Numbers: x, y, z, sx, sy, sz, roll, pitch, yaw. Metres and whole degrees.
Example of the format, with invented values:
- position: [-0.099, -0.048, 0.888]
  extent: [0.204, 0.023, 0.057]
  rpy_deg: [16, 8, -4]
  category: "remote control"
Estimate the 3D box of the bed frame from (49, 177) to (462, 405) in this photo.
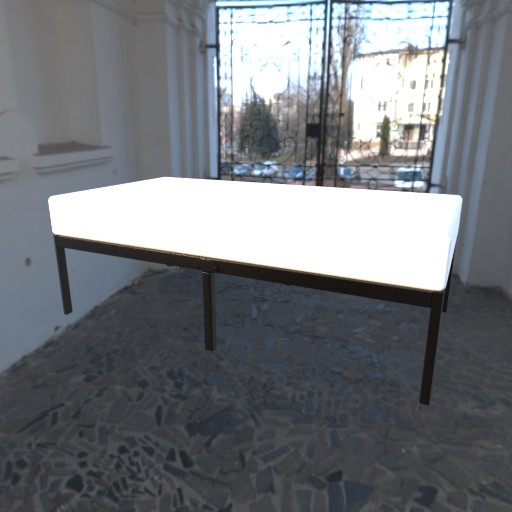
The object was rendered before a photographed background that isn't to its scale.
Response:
- position: [0.000, 0.000, 2.418]
  extent: [1.950, 0.659, 1.023]
  rpy_deg: [8, 18, 25]
  category: "bed frame"
